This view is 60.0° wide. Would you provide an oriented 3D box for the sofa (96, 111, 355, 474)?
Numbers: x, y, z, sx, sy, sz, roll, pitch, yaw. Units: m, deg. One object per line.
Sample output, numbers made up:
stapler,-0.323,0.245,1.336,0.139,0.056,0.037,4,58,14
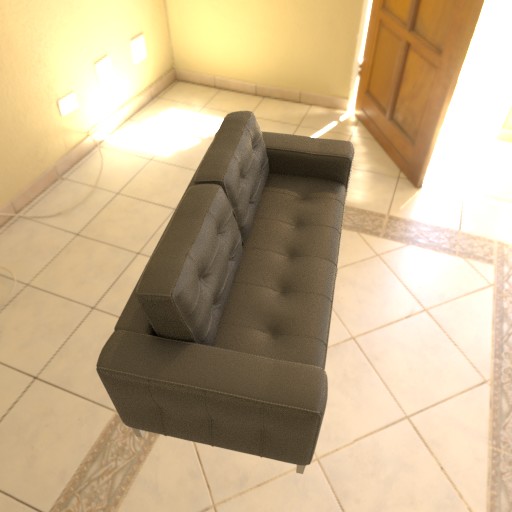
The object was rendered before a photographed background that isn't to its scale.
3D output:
sofa,0.000,0.000,2.214,0.833,0.892,1.726,9,47,8
